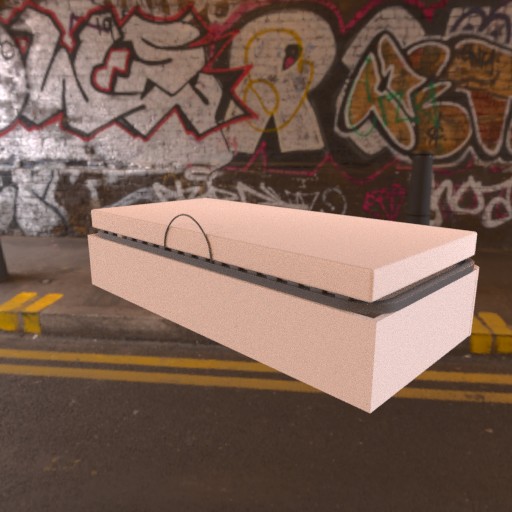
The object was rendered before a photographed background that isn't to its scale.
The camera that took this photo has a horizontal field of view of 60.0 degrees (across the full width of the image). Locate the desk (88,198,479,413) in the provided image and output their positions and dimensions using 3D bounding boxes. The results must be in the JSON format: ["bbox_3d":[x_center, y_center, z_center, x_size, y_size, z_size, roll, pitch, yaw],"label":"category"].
[{"bbox_3d":[0.000,0.000,2.276,1.900,0.526,0.900,13,19,43],"label":"desk"}]
